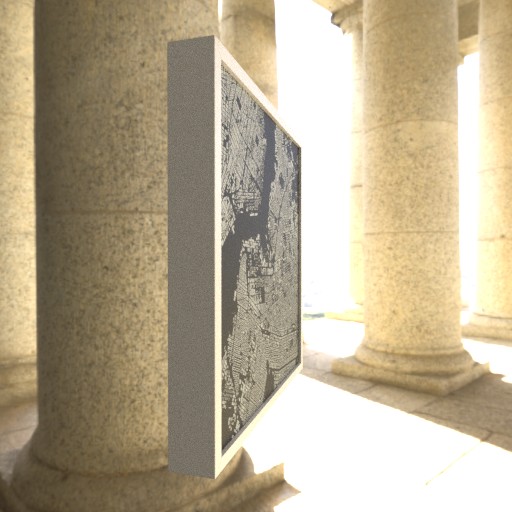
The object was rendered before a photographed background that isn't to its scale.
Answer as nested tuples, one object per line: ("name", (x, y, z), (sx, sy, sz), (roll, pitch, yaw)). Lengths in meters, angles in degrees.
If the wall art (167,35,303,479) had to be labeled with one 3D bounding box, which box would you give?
("wall art", (0.000, 0.000, 0.455), (0.037, 0.305, 0.305), (0, 1, 17))
